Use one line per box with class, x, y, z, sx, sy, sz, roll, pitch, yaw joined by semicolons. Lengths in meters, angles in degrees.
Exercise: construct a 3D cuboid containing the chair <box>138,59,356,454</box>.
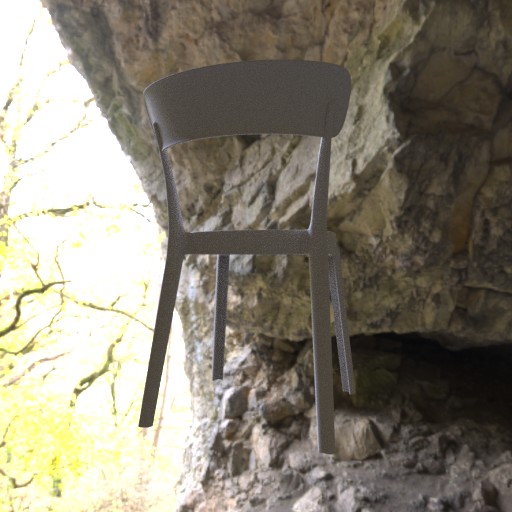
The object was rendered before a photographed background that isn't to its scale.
chair;0.000;0.000;1.134;0.506;0.790;0.491;0;0;19
